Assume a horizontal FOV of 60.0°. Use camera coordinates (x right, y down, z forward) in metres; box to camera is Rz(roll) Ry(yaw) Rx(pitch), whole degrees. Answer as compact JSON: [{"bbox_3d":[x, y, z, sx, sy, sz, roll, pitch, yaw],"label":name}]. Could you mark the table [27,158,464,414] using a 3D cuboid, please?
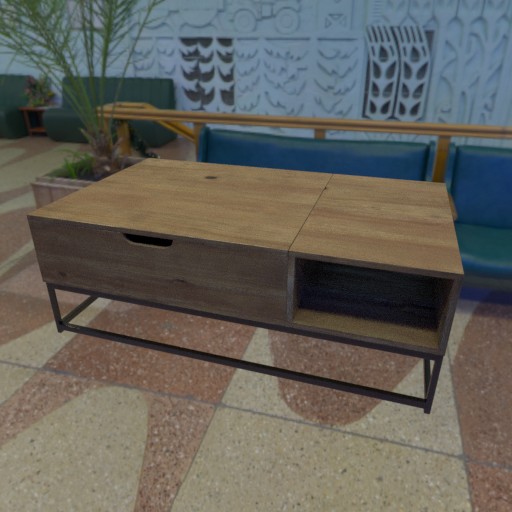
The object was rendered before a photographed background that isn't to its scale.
[{"bbox_3d":[0.000,0.000,1.419,1.101,0.395,0.655,8,28,16],"label":"table"}]
